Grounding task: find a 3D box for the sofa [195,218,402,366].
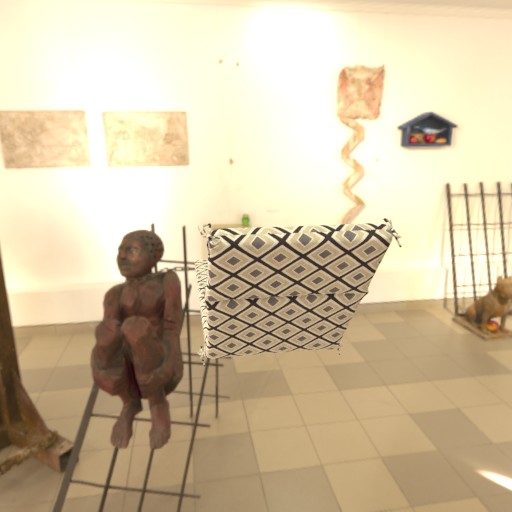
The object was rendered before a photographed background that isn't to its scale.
[{"bbox_3d":[0.000,0.000,2.036,0.582,0.622,1.663,-3,16,-9],"label":"sofa"}]
